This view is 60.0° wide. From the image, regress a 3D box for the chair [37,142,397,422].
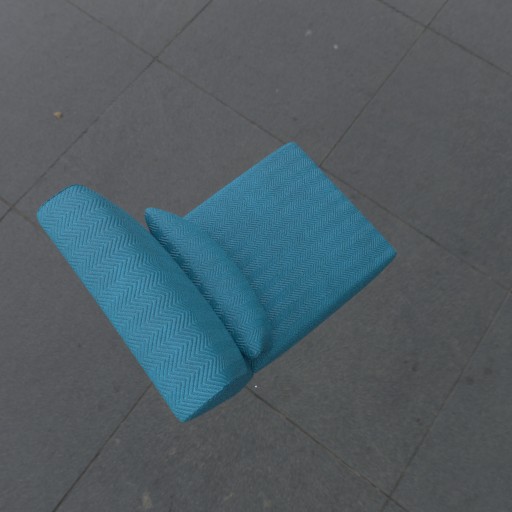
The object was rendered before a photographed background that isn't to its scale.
[{"bbox_3d":[0.000,0.000,1.399,0.808,0.927,0.579,-38,77,-10],"label":"chair"}]
